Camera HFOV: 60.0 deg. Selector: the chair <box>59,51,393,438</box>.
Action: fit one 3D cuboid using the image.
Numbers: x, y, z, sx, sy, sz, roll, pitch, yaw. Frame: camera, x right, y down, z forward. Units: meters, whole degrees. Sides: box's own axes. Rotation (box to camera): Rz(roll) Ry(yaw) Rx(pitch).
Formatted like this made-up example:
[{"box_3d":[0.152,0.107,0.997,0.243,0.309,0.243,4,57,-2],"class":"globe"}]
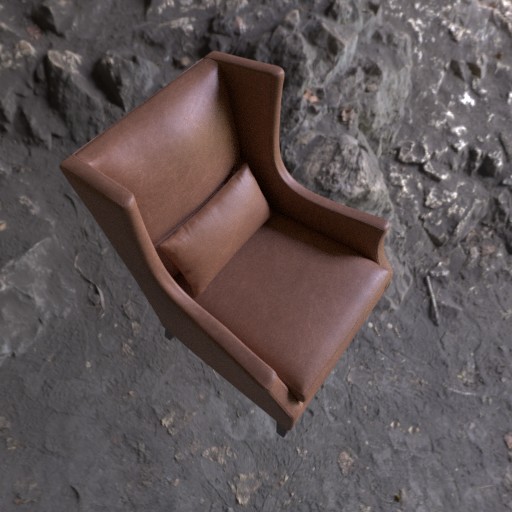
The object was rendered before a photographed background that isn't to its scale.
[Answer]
[{"box_3d":[0.000,0.000,1.705,0.913,1.088,0.815,33,63,19],"class":"chair"}]
